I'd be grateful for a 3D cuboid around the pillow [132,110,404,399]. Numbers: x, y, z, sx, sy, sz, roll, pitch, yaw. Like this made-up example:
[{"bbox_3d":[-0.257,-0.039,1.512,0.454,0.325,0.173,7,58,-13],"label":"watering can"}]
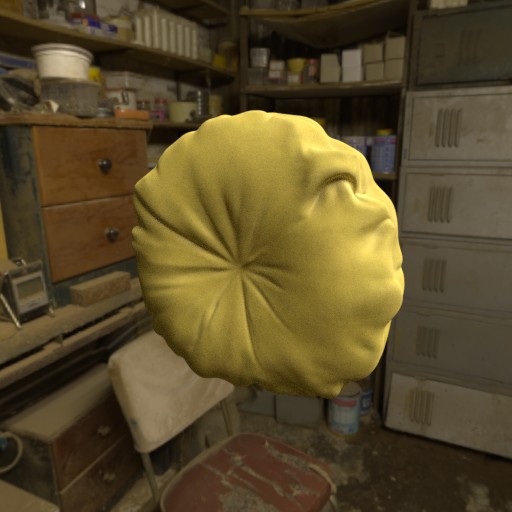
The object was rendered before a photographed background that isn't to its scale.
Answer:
[{"bbox_3d":[0.000,0.000,0.653,0.428,0.407,0.148,7,15,26],"label":"pillow"}]
